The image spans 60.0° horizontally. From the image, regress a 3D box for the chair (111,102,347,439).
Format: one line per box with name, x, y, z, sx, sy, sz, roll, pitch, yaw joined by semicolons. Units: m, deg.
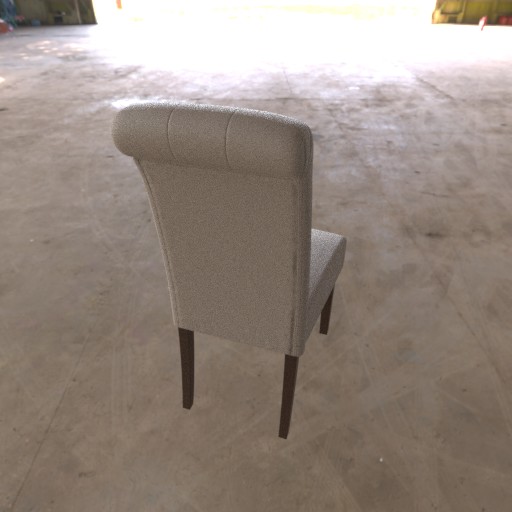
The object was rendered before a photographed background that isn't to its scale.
chair;0.000;0.000;1.342;0.456;1.006;0.671;11;34;16
